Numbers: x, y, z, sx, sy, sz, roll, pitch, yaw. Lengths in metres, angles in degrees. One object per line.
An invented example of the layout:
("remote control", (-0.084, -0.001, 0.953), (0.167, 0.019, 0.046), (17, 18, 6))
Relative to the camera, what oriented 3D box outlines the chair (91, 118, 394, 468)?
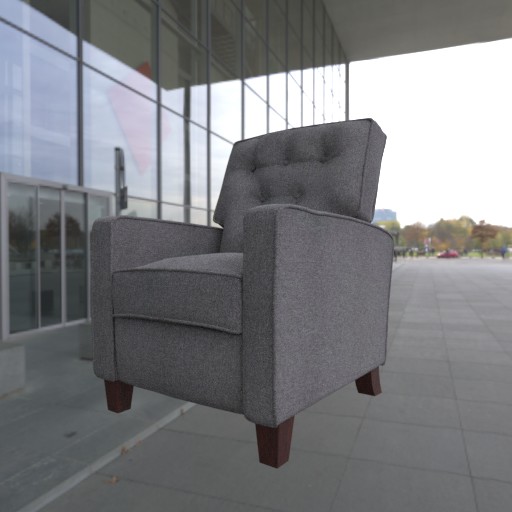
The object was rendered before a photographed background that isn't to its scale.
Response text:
("chair", (0.000, 0.000, 1.367), (0.650, 0.889, 0.775), (1, 1, 36))
